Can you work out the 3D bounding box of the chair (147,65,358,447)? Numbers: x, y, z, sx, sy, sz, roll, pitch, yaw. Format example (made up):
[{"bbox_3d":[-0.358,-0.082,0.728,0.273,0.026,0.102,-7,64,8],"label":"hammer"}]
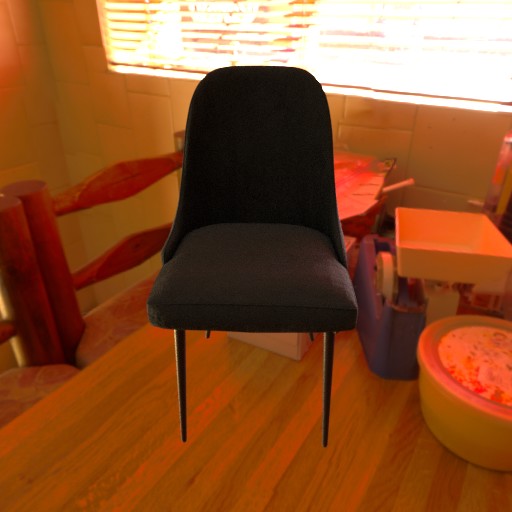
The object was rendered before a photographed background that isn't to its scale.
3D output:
[{"bbox_3d":[0.000,0.000,1.199,0.478,0.896,0.559,1,29,2],"label":"chair"}]
